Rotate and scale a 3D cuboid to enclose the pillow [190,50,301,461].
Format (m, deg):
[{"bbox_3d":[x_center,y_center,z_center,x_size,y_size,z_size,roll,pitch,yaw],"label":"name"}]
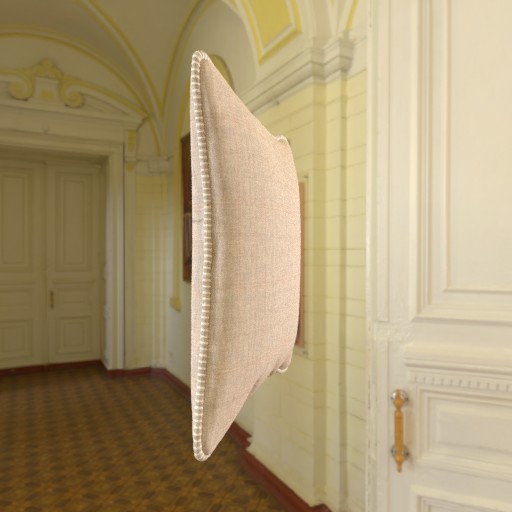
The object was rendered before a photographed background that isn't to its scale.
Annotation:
[{"bbox_3d":[0.000,0.000,0.740,0.124,0.494,0.485,0,1,17],"label":"pillow"}]
